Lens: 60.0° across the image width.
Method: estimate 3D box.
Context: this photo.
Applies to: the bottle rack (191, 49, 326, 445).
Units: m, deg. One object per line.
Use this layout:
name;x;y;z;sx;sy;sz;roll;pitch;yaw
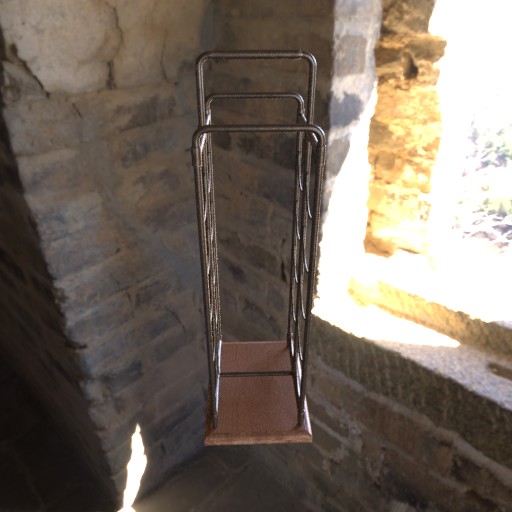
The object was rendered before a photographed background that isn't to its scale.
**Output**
bottle rack;0.000;0.000;0.802;0.208;0.680;0.276;-1;30;-2
